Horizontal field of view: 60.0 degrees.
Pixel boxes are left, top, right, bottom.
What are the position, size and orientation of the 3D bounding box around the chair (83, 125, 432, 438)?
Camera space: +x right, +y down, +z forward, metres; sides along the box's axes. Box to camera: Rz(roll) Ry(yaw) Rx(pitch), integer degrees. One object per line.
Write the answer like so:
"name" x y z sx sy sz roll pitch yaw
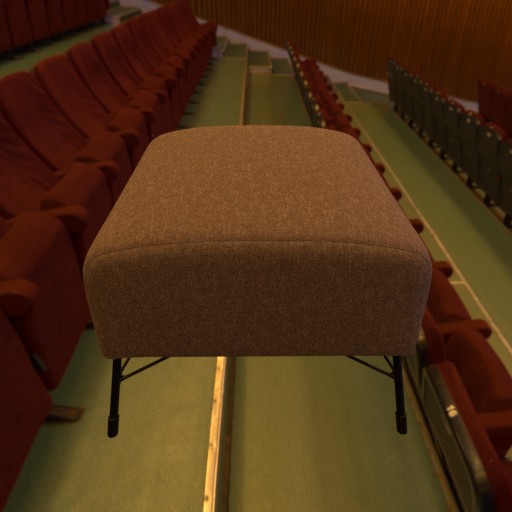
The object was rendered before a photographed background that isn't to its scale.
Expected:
"chair" 0.000 0.000 0.887 0.530 0.410 0.530 0 33 -1
